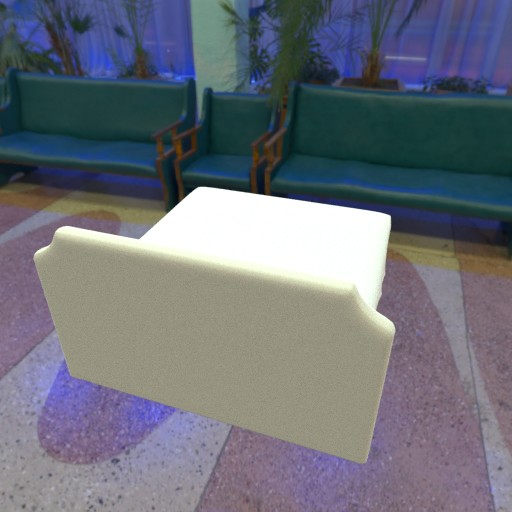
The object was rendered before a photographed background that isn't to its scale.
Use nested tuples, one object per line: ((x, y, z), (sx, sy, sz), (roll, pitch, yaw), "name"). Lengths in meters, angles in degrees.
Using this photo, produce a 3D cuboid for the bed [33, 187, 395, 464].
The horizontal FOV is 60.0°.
((0.000, 0.000, 3.504), (2.160, 1.301, 2.204), (11, 34, 16), "bed")
